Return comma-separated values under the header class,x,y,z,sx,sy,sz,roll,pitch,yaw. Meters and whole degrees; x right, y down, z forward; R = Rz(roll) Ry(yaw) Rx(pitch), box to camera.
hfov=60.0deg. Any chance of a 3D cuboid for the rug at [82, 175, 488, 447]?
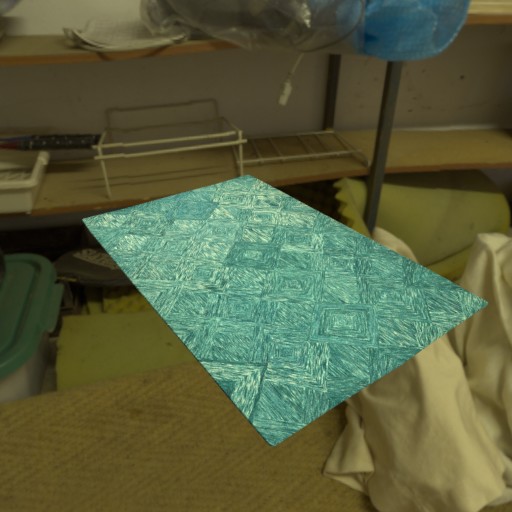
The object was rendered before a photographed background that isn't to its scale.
class,x,y,z,sx,sy,sz,roll,pitch,yaw
rug,0.000,0.000,2.127,1.136,0.017,1.728,-21,38,-30
